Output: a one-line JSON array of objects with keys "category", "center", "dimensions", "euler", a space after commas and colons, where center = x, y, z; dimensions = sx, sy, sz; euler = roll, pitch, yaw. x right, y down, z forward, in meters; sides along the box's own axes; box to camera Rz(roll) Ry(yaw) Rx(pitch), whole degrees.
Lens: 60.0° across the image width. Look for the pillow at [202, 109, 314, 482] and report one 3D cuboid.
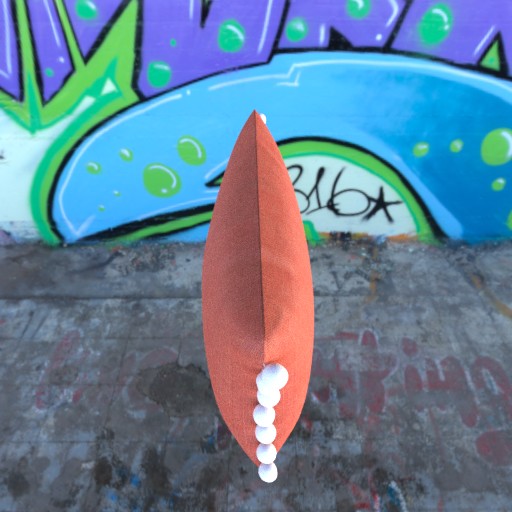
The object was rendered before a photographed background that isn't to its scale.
[{"category": "pillow", "center": [0.000, 0.000, 0.822], "dimensions": [0.201, 0.322, 0.709], "euler": [-1, 41, -1]}]
